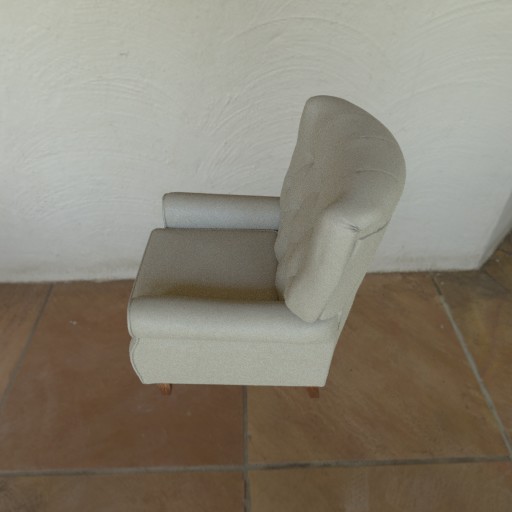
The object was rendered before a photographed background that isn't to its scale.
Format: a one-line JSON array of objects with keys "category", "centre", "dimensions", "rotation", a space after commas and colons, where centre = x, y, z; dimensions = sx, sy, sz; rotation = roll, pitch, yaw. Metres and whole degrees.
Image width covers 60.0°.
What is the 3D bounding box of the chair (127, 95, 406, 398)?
[{"category": "chair", "centre": [0.000, 0.000, 1.943], "dimensions": [1.059, 1.158, 0.943], "rotation": [1, 41, 1]}]
